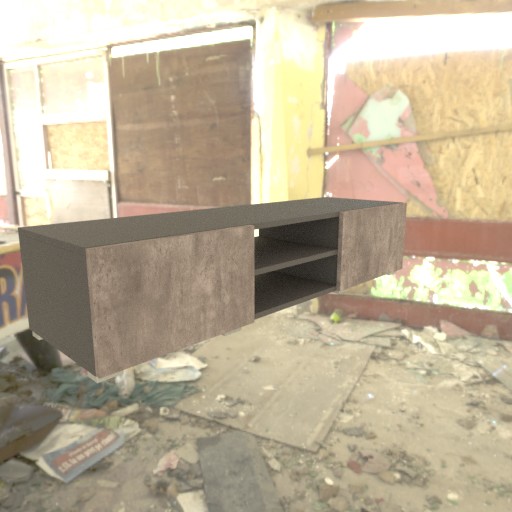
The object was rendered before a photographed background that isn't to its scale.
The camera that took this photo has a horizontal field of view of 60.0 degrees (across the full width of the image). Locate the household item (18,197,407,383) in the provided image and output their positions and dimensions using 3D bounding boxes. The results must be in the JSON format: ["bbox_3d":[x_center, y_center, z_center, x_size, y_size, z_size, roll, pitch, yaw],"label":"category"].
[{"bbox_3d":[0.000,0.000,1.568,0.420,0.310,1.400,12,17,43],"label":"household item"}]
